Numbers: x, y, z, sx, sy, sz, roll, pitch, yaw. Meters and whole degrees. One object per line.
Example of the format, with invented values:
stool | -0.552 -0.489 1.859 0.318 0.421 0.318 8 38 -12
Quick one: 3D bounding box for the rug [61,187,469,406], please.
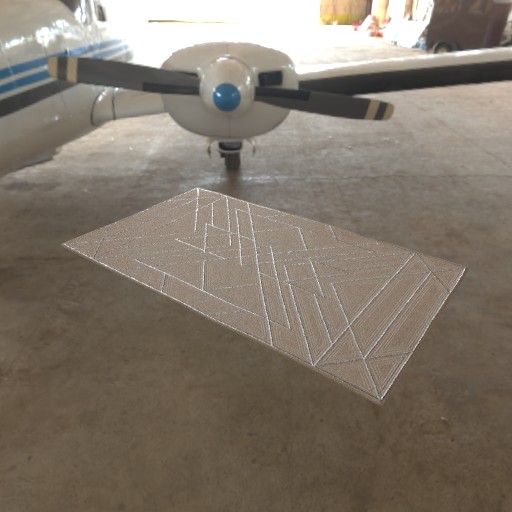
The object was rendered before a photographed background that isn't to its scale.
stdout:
rug | 0.000 0.000 1.081 0.869 0.008 0.511 20 36 31
